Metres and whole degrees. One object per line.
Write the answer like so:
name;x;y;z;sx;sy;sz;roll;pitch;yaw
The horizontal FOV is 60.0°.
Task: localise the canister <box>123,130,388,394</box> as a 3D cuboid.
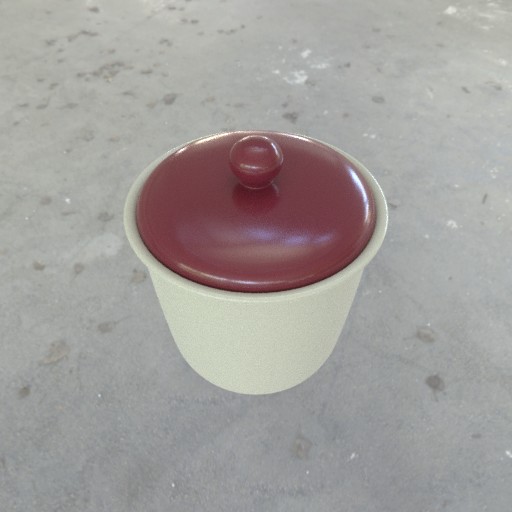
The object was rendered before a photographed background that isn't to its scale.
canister;0.000;0.000;0.352;0.182;0.208;0.182;0;46;0
